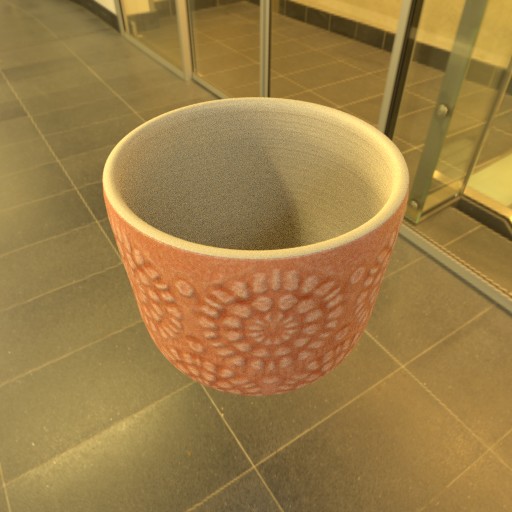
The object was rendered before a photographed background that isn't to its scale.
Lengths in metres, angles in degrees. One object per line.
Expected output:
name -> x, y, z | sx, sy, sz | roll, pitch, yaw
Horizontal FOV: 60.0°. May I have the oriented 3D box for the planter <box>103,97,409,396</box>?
planter -> 0.000, 0.000, 0.218 | 0.124, 0.109, 0.124 | 0, 42, 0
